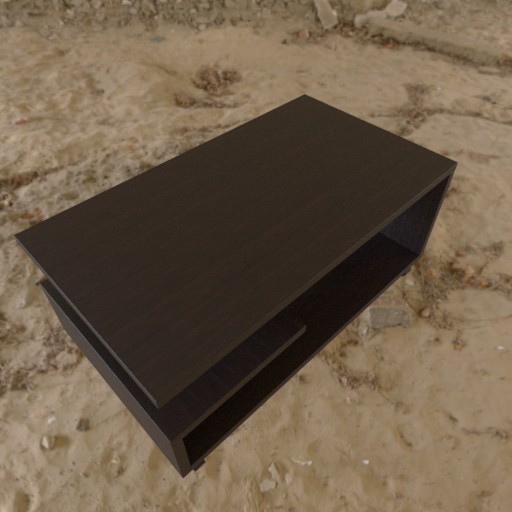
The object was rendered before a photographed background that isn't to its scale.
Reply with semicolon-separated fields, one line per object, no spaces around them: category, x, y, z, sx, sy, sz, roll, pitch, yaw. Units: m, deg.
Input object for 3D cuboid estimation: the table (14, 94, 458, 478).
table;0.000;0.000;1.335;1.050;0.460;0.590;-35;55;-29
